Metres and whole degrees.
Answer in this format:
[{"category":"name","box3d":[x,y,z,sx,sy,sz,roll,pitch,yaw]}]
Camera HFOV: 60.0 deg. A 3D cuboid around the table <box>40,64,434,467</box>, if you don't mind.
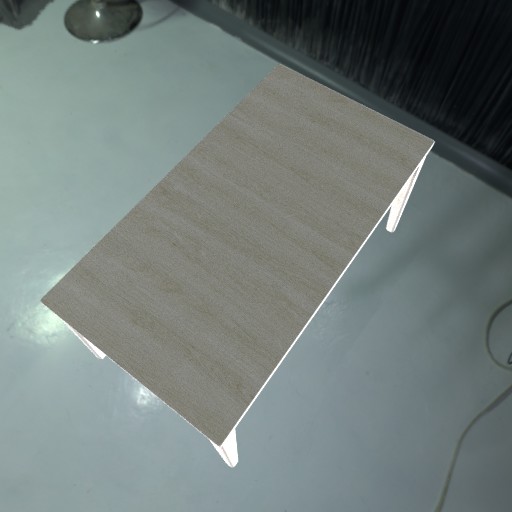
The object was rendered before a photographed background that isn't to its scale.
[{"category":"table","box3d":[0.000,0.000,2.125,0.900,0.760,1.600,33,68,15]}]
